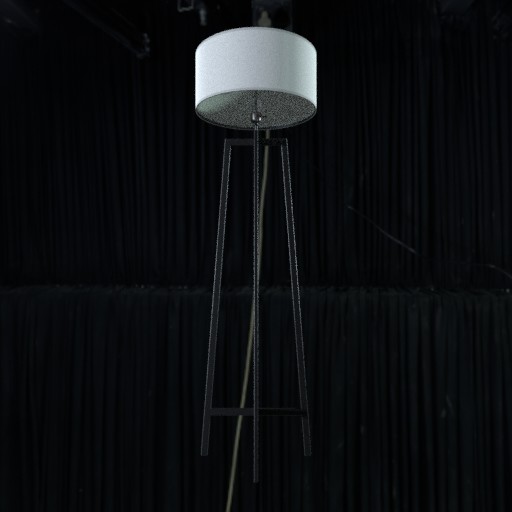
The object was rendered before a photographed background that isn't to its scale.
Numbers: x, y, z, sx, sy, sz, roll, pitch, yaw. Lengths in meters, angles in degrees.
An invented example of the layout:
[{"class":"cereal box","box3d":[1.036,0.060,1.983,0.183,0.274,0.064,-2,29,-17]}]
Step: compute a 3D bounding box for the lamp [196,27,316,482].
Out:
[{"class":"lamp","box3d":[0.000,0.000,1.688,0.456,1.510,0.457,0,0,0]}]
